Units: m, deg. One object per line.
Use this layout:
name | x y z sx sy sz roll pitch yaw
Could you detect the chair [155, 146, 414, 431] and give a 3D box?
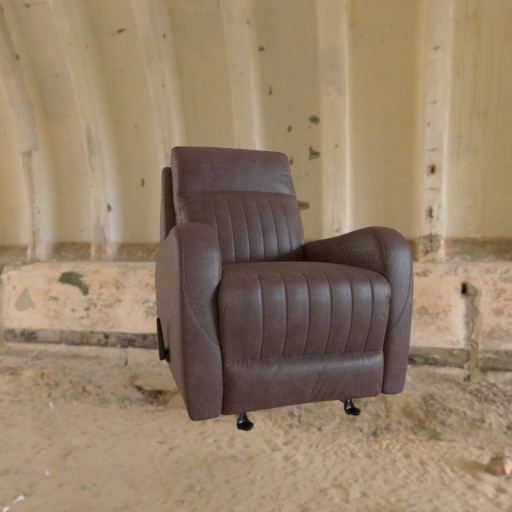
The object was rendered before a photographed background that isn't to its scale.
chair | 0.000 0.000 1.849 0.865 1.067 1.067 0 1 -19
